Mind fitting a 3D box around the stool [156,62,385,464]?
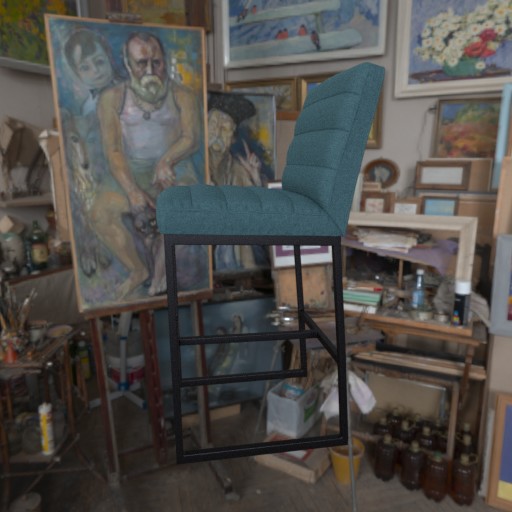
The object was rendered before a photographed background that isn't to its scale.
[{"bbox_3d":[0.000,0.000,1.337,0.560,1.040,0.460,-2,13,-10],"label":"stool"}]
